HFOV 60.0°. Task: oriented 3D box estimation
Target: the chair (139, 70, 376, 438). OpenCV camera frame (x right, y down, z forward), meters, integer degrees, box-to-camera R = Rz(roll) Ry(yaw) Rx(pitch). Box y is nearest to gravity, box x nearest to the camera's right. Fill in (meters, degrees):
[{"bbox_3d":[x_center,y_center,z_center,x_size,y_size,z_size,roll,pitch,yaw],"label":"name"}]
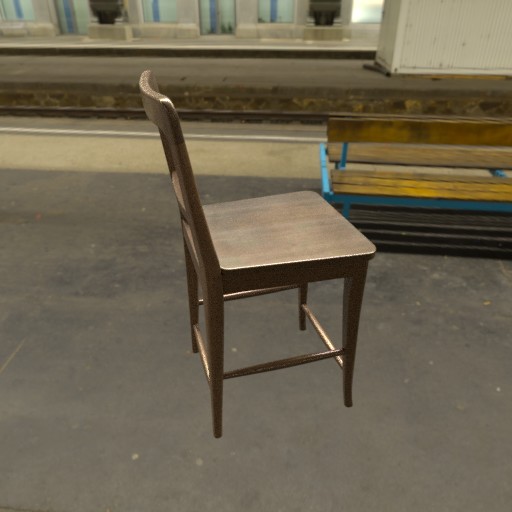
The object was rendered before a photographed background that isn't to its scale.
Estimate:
[{"bbox_3d":[0.000,0.000,1.309,0.546,0.991,0.450,-8,31,-14],"label":"chair"}]
